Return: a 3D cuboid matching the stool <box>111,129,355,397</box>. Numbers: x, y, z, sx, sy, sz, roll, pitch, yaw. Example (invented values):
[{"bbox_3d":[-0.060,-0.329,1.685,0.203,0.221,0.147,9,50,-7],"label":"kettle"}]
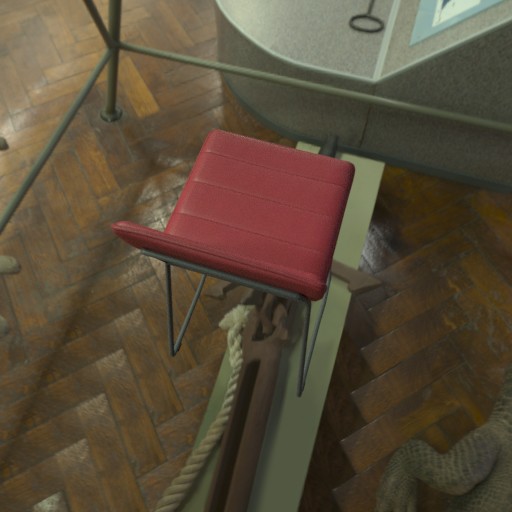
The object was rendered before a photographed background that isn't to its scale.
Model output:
[{"bbox_3d":[0.000,0.000,1.249,0.489,0.937,0.524,16,65,8],"label":"stool"}]
